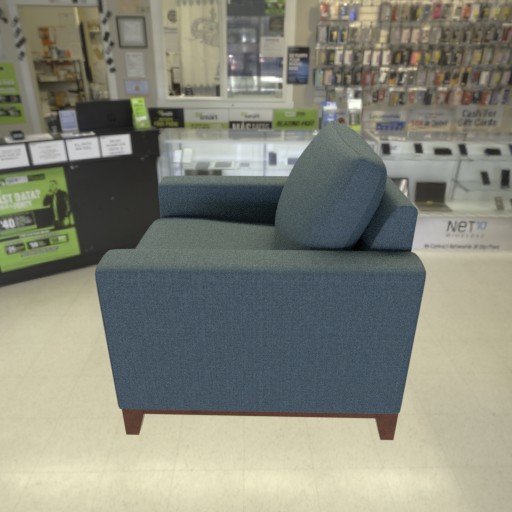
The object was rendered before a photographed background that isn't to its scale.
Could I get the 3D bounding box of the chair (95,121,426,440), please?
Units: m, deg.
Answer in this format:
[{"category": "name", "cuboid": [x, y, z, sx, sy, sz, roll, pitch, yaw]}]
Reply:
[{"category": "chair", "cuboid": [0.000, 0.000, 1.855, 1.038, 1.010, 1.024, 1, 26, 1]}]
